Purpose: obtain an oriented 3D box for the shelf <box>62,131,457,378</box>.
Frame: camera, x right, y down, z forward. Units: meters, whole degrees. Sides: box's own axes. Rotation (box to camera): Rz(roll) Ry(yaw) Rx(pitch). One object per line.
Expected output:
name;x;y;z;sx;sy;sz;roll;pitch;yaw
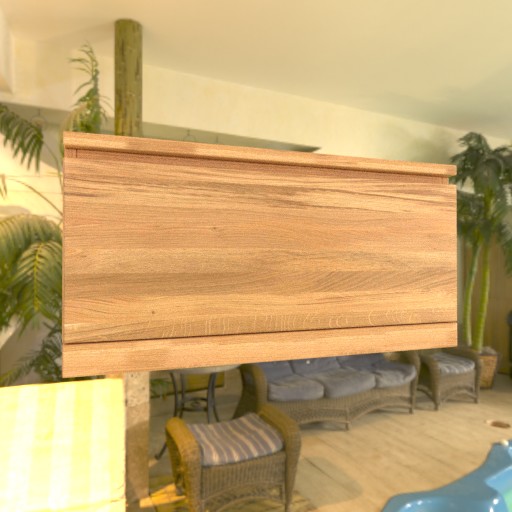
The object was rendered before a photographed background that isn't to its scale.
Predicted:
shelf;0.000;0.000;1.035;0.800;0.400;0.400;0;-1;-19
